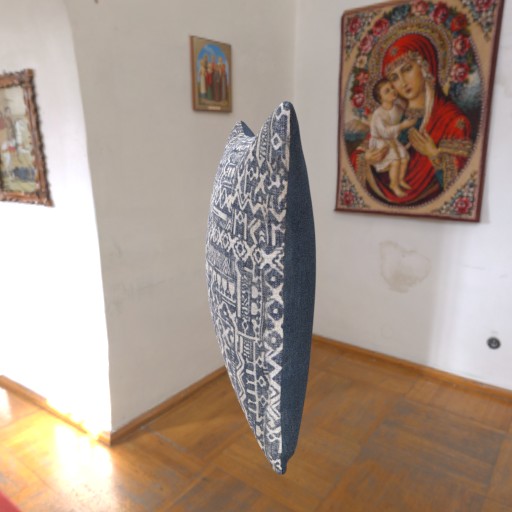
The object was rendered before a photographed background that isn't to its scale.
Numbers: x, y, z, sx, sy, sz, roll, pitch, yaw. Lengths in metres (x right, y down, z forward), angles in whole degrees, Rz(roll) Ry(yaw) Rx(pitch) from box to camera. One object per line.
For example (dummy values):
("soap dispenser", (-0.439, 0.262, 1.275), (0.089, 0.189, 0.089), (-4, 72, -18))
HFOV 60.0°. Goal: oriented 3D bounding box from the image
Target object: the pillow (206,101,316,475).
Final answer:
("pillow", (0.000, 0.000, 0.794), (0.180, 0.487, 0.546), (-2, 15, -7))
